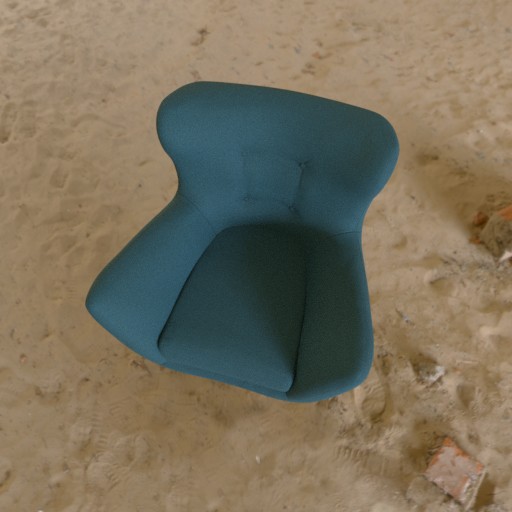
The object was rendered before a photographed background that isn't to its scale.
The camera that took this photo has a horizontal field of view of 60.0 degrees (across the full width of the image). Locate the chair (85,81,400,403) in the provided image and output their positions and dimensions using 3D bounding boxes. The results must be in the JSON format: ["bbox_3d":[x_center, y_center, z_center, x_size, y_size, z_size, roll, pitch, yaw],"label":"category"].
[{"bbox_3d":[0.000,0.000,1.645,0.890,0.889,0.889,13,59,8],"label":"chair"}]
